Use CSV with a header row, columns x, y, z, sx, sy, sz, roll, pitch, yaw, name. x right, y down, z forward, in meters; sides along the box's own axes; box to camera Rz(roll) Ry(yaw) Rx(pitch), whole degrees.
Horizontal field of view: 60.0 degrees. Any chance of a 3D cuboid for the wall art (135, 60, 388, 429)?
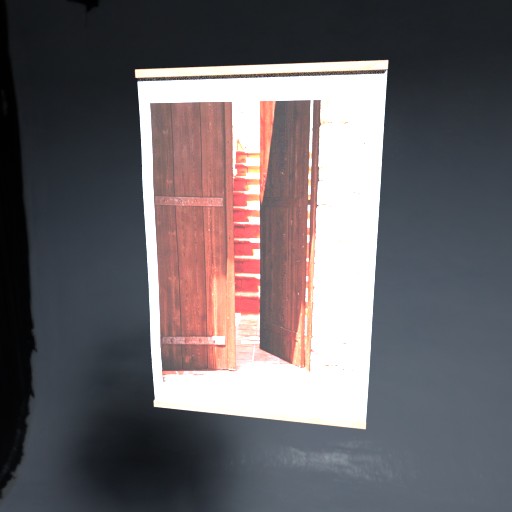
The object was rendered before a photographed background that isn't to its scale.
x,y,z,sx,sy,sz,roll,pitch,yaw,name
0.000,0.000,0.635,0.332,0.508,0.012,2,13,10,wall art
